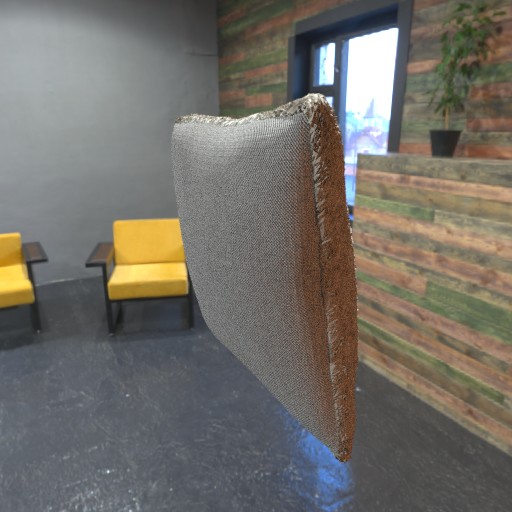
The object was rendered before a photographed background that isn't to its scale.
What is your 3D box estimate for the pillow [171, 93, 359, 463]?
[{"bbox_3d":[0.000,0.000,0.797,0.218,0.515,0.529,-8,17,-26],"label":"pillow"}]
